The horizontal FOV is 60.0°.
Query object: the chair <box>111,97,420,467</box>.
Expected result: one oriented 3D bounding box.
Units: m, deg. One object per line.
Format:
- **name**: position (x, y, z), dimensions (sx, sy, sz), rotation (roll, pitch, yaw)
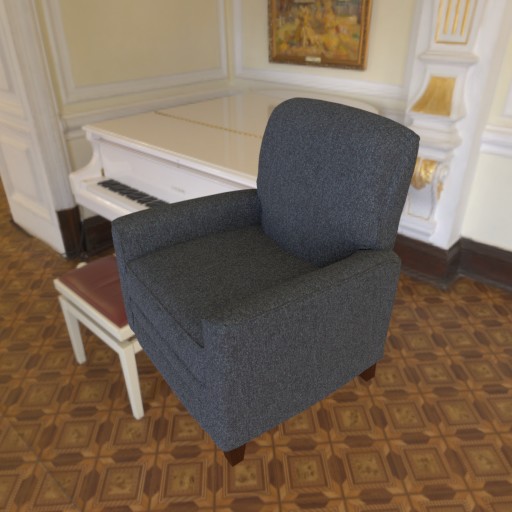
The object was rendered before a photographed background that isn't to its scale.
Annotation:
- **chair**: position (0.000, 0.000, 1.653), dimensions (0.850, 1.016, 0.839), rotation (-20, 35, -30)
